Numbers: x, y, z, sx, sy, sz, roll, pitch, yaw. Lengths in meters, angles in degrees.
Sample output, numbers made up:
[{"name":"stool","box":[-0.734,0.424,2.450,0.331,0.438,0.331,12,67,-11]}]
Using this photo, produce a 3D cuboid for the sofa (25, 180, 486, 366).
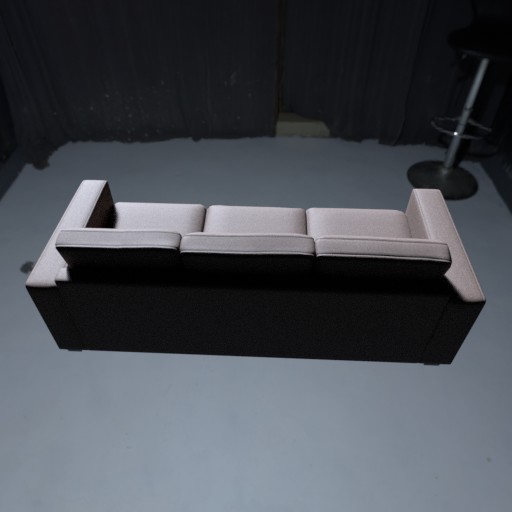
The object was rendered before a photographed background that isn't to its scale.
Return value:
[{"name":"sofa","box":[0.000,0.000,2.485,2.160,0.806,0.900,2,45,2]}]
